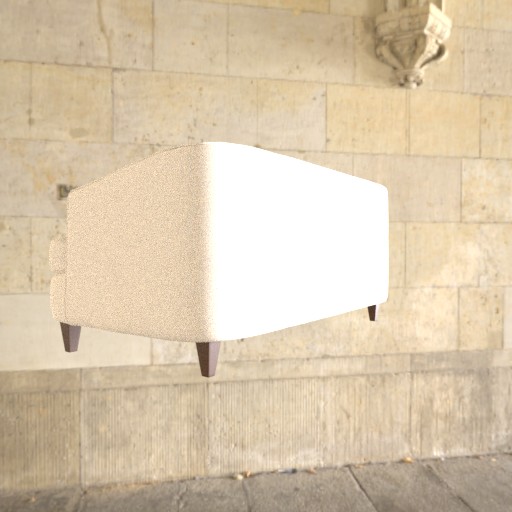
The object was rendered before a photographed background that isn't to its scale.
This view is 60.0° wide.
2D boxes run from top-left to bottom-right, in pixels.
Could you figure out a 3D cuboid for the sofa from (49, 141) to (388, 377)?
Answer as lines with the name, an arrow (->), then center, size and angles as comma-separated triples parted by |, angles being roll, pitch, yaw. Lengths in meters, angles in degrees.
sofa -> 0.000, 0.000, 2.272 | 0.941, 0.855, 1.733 | 1, 1, 37
